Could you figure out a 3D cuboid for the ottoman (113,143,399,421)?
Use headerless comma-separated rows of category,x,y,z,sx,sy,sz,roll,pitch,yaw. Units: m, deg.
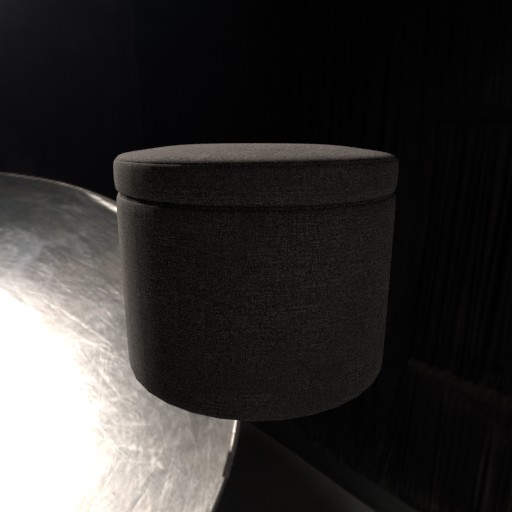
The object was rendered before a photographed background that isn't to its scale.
ottoman,0.000,0.000,0.857,0.500,0.419,0.500,0,15,0
